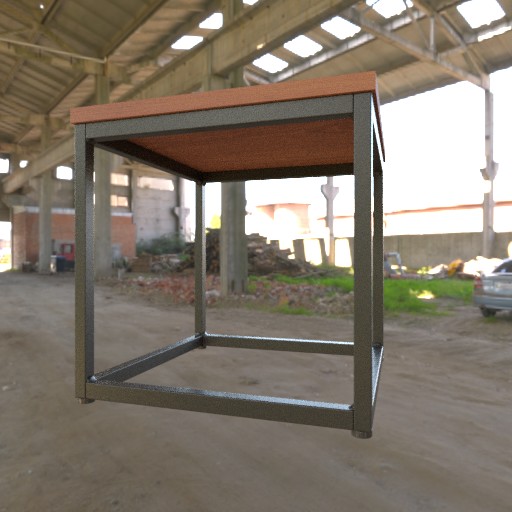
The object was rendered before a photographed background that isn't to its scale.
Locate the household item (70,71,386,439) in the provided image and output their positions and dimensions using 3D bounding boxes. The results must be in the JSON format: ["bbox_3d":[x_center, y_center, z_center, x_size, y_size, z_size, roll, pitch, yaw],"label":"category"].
[{"bbox_3d":[0.000,0.000,0.729,0.400,0.400,0.400,0,0,18],"label":"household item"}]
